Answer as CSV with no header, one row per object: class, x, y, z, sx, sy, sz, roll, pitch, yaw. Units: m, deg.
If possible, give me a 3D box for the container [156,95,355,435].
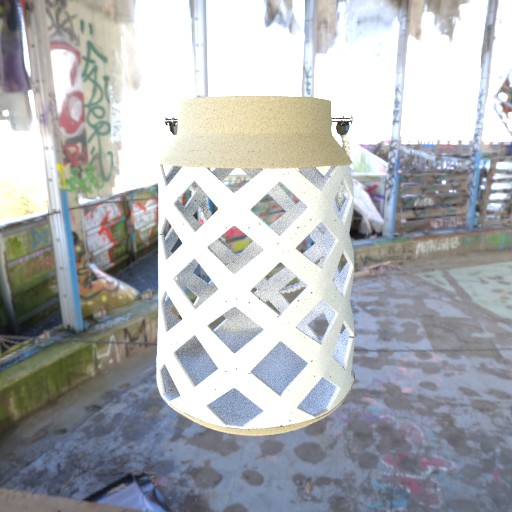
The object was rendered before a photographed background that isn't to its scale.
container,0.000,0.000,0.402,0.188,0.264,0.198,3,16,9
